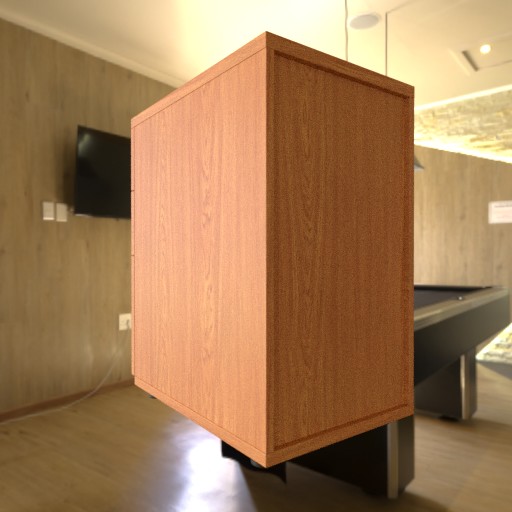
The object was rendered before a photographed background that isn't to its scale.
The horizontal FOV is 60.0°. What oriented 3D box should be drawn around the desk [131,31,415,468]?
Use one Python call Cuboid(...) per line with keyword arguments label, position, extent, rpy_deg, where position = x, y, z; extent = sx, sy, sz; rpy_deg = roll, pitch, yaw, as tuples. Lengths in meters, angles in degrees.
Cuboid(label="desk", position=(0.000, 0.000, 1.075), extent=(0.404, 0.730, 0.600), rpy_deg=(0, 1, -36))
